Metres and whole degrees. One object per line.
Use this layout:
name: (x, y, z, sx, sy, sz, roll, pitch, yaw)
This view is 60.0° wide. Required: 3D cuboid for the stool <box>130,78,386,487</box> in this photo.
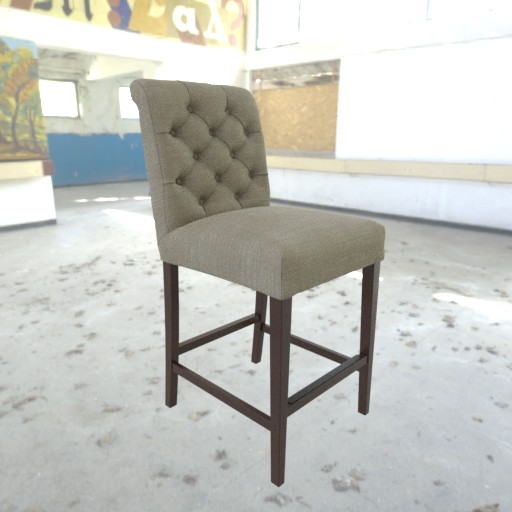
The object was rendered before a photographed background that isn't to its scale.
stool: (0.000, 0.000, 1.421, 0.660, 1.084, 0.486, 15, 21, 42)
